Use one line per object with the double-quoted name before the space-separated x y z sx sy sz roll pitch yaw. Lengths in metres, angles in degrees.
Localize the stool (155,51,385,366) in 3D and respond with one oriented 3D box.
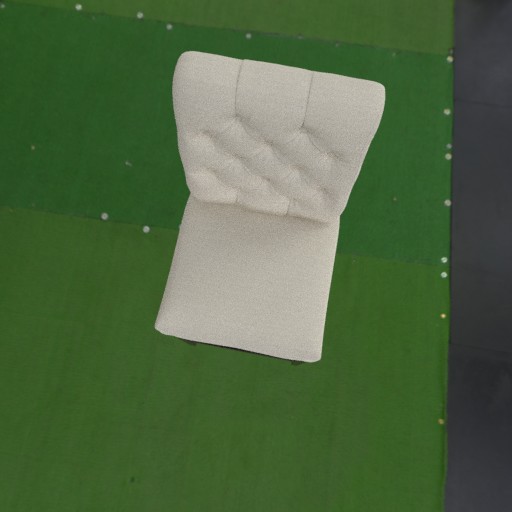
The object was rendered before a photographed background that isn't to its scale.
"stool" 0.000 0.000 1.429 0.482 1.118 0.610 10 75 3
